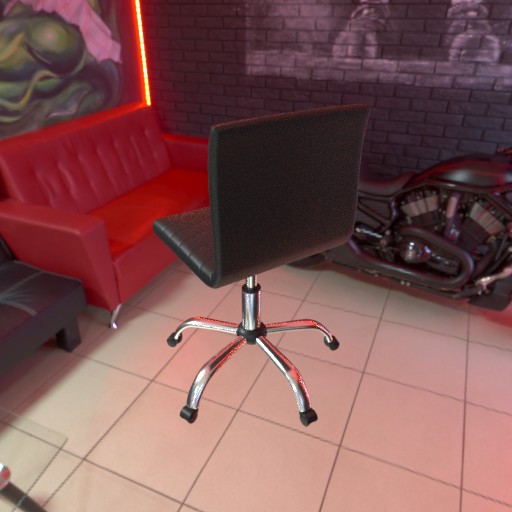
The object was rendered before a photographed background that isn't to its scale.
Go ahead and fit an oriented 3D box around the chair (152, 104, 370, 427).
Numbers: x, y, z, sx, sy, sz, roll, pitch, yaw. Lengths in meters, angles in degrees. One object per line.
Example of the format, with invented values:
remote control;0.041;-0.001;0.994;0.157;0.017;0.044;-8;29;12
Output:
chair;0.000;0.000;1.161;0.556;0.780;0.530;-18;34;-29
